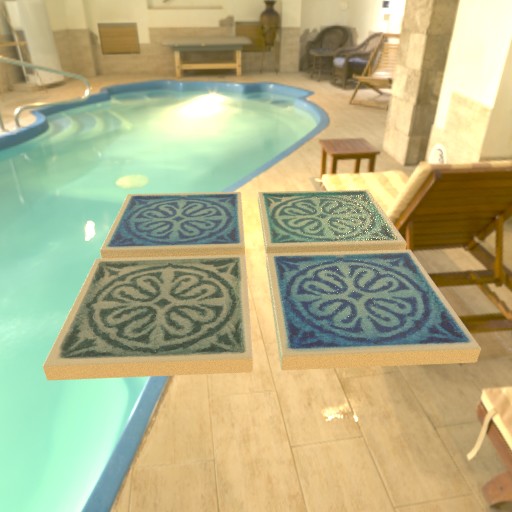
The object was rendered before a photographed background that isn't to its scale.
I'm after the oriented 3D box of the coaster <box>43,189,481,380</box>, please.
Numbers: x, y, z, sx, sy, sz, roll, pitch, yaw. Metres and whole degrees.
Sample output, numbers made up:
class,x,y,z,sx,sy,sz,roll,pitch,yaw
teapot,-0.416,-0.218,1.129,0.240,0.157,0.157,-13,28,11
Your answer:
class,x,y,z,sx,sy,sz,roll,pitch,yaw
coaster,0.000,0.000,0.314,0.219,0.010,0.214,-2,31,-3
